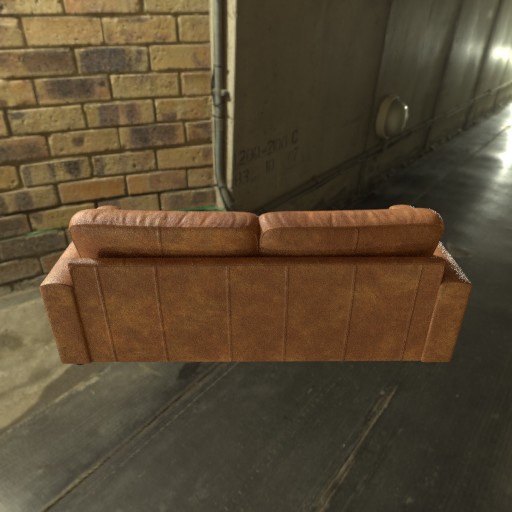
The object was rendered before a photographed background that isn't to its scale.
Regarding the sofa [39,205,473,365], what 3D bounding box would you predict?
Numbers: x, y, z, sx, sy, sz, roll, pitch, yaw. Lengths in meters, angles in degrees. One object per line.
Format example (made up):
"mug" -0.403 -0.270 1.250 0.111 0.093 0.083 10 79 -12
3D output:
"sofa" 0.000 0.000 2.706 2.179 0.873 1.016 0 30 0
